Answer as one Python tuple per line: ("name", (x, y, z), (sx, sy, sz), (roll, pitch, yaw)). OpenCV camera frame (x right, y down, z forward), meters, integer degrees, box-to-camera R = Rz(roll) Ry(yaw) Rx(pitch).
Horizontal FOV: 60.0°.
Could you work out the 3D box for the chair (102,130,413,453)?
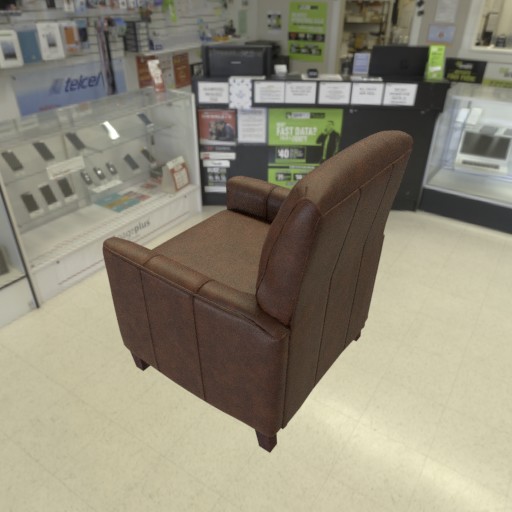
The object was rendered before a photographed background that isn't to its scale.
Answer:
("chair", (0.000, 0.000, 1.702), (0.850, 1.010, 0.839), (21, 38, 30))
